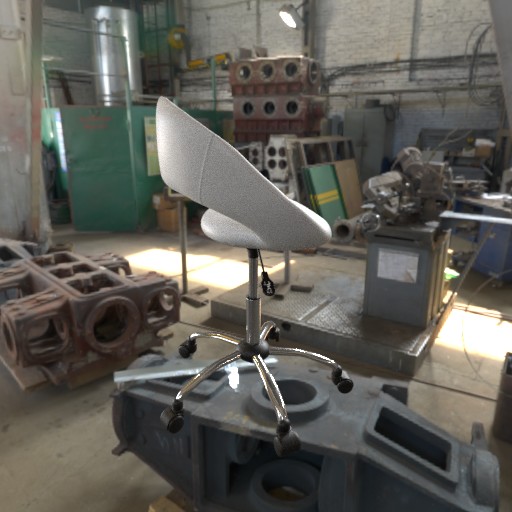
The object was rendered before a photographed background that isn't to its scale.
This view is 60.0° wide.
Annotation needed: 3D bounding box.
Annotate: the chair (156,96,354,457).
[{"bbox_3d":[0.000,0.000,1.173,0.538,0.791,0.612,-3,17,-10],"label":"chair"}]
